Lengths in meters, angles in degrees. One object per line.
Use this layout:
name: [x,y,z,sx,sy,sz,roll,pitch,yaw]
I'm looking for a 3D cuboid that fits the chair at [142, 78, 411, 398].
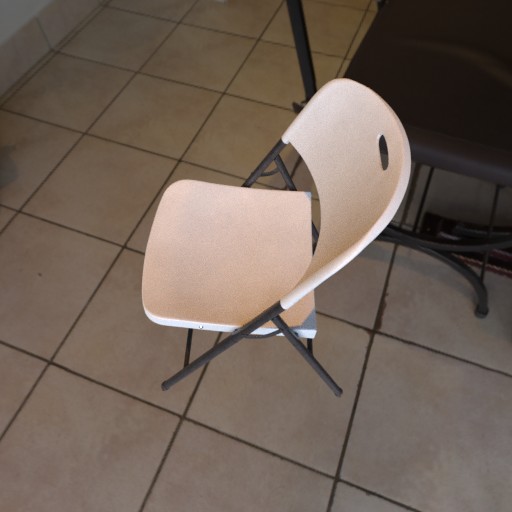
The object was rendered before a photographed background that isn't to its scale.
chair: [0.000,0.000,1.156,0.566,0.810,0.494,2,57,1]
